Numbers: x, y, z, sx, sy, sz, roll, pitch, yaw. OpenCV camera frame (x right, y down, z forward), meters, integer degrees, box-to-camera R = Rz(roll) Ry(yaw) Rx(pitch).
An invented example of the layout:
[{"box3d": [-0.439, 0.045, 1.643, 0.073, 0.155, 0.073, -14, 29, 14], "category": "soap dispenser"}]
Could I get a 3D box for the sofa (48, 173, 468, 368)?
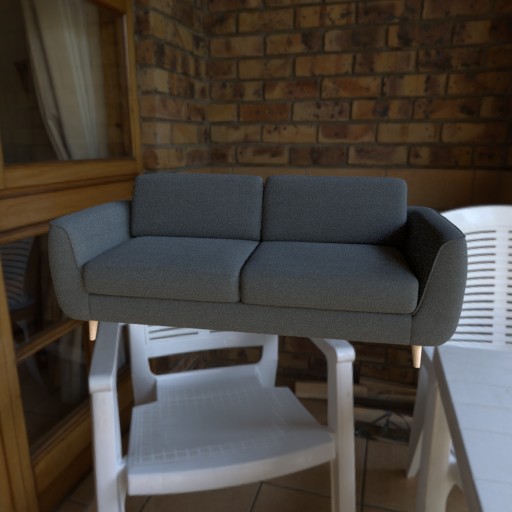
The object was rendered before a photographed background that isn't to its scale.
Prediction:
[{"box3d": [0.000, 0.000, 2.453, 2.000, 0.850, 0.920, 3, 15, 10], "category": "sofa"}]
